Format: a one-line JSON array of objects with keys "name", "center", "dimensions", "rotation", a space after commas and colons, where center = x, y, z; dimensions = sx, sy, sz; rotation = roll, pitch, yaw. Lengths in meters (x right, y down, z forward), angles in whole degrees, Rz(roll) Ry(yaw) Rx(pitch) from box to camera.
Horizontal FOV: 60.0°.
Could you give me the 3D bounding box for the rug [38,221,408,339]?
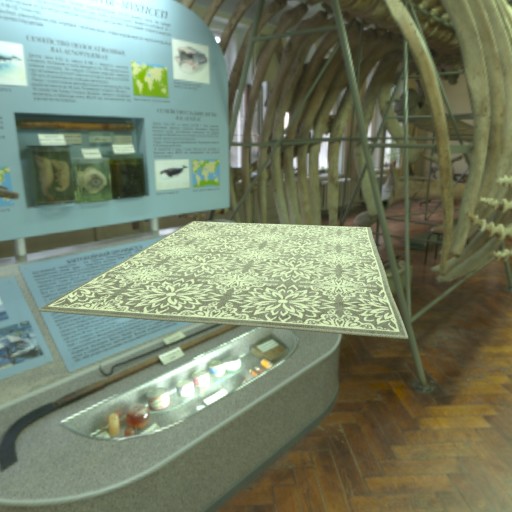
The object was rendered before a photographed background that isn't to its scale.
[{"name": "rug", "center": [0.000, 0.000, 2.912], "dimensions": [1.608, 0.014, 2.213], "rotation": [3, 15, 10]}]
